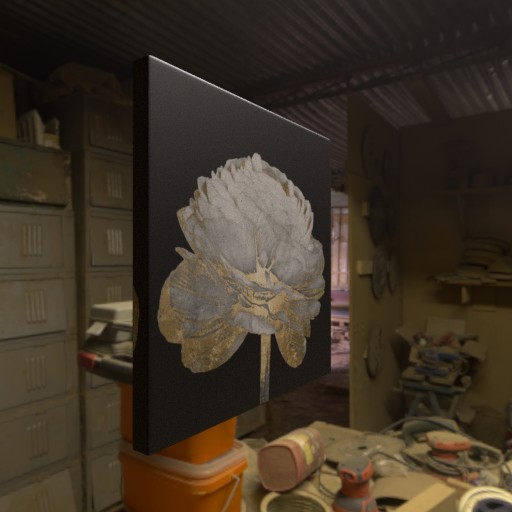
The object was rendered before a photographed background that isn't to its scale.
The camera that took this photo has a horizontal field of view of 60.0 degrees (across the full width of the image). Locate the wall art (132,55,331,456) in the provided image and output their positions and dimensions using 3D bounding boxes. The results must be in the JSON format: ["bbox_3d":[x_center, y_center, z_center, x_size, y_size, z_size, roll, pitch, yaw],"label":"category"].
[{"bbox_3d":[0.000,0.000,0.928,0.043,0.611,0.610,0,0,36],"label":"wall art"}]
